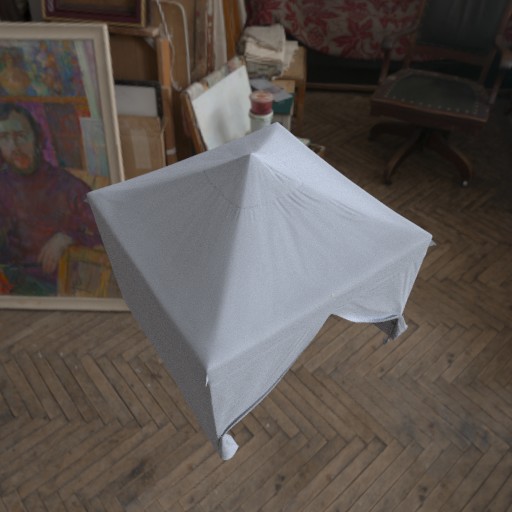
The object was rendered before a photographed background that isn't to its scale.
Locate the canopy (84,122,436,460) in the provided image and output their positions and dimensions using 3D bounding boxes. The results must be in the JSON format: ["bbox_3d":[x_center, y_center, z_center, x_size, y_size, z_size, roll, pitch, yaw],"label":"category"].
[{"bbox_3d":[0.000,0.000,5.625,3.043,2.997,3.121,-27,53,-23],"label":"canopy"}]
